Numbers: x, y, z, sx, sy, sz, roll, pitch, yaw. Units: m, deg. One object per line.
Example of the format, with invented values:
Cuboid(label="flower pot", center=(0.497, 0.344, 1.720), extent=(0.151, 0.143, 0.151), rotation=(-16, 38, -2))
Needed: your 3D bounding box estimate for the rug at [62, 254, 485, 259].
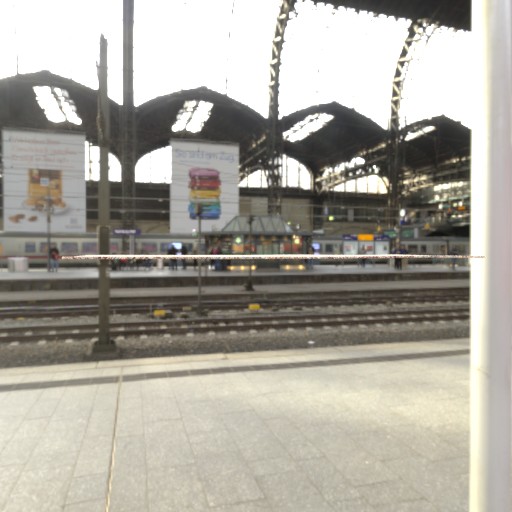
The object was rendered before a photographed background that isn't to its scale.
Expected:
Cuboid(label="rug", center=(0.000, 0.000, 4.295), extent=(3.226, 0.024, 2.436), rotation=(0, 0, -18))
